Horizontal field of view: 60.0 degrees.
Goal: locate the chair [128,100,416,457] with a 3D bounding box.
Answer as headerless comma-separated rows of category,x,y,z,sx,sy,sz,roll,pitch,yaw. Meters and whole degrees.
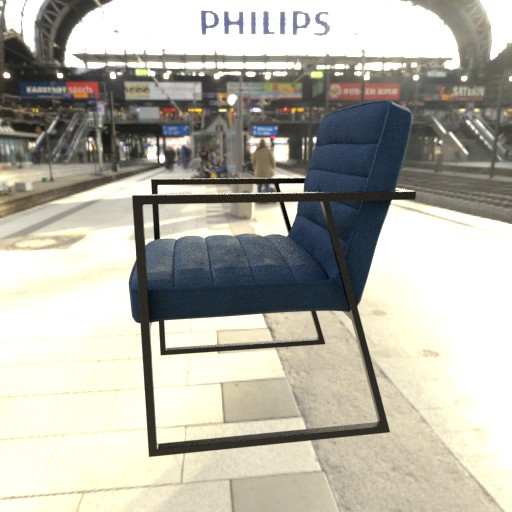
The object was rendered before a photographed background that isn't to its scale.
chair,0.000,0.000,1.283,0.677,0.833,0.571,-2,13,-9
